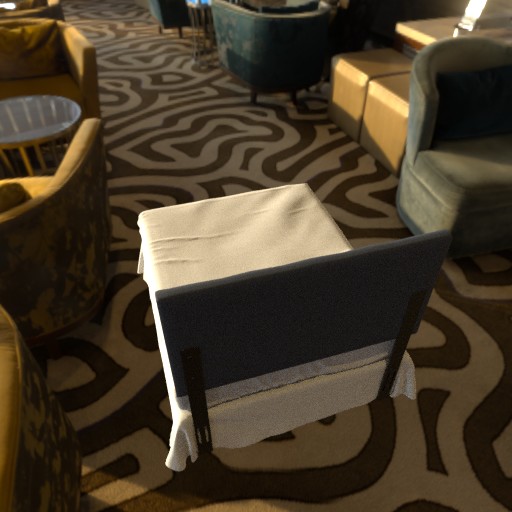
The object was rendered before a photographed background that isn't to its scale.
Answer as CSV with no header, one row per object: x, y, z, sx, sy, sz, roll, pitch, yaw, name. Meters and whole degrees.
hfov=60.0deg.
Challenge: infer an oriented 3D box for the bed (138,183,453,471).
0.000,0.000,3.478,1.936,1.577,2.222,-12,43,-13,bed
